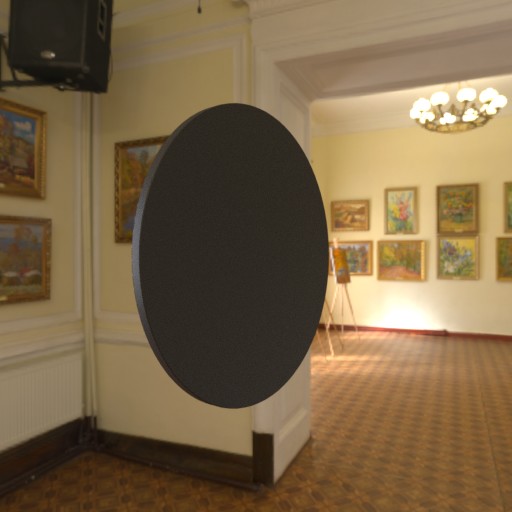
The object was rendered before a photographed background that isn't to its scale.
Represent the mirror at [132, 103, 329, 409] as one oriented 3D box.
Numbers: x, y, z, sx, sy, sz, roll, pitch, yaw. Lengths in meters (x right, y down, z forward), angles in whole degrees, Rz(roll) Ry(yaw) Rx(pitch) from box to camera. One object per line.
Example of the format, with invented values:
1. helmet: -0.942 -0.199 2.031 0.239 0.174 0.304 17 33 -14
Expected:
1. mirror: 0.000 0.000 1.627 0.036 1.077 1.077 0 0 37
